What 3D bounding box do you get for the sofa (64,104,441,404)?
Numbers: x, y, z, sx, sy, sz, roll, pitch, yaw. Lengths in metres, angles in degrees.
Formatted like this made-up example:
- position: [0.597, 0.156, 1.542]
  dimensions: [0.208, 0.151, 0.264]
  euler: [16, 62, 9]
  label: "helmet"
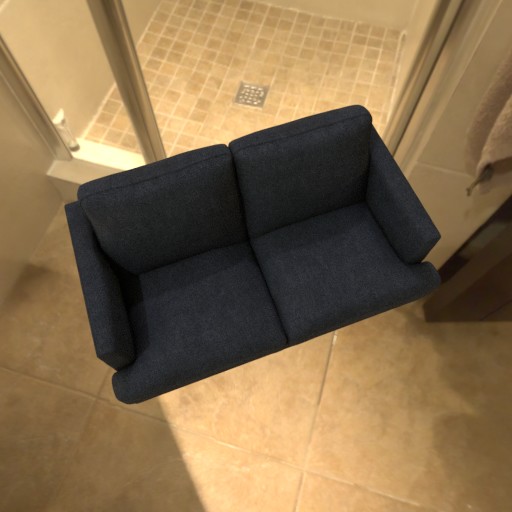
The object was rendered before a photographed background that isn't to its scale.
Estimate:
- position: [0.000, 0.000, 2.157]
  dimensions: [1.582, 0.944, 0.903]
  euler: [-18, 66, -9]
  label: "sofa"
